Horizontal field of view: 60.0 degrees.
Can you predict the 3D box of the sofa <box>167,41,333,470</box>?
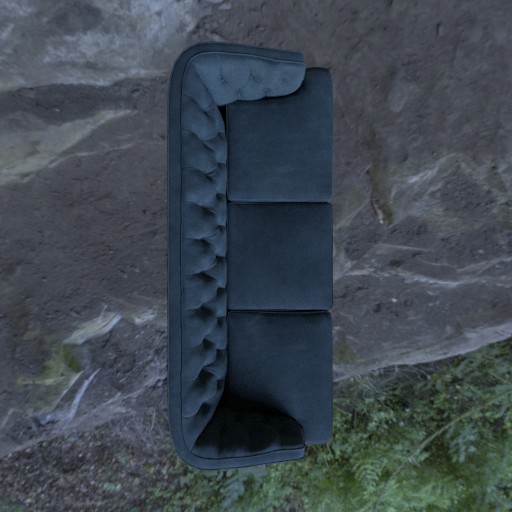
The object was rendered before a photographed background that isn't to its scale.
[{"bbox_3d":[0.000,0.000,2.696,0.941,0.855,2.278,0,90,-1],"label":"sofa"}]
